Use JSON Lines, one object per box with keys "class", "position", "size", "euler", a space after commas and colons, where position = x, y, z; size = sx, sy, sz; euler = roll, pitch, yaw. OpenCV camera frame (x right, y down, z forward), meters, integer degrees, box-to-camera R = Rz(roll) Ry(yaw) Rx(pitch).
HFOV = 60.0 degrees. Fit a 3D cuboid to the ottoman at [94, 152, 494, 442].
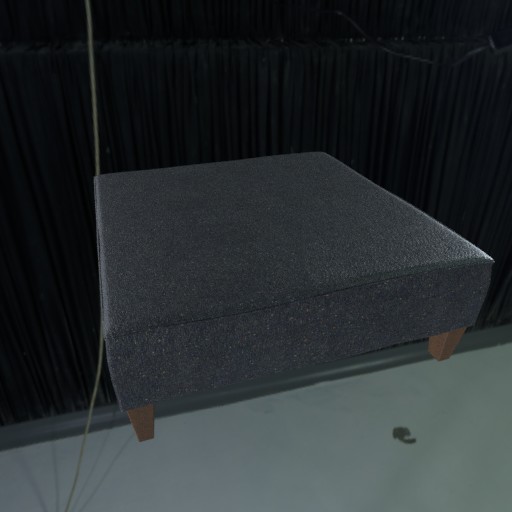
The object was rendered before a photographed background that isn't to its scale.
{"class": "ottoman", "position": [0.000, 0.000, 1.483], "size": [0.968, 0.382, 1.004], "euler": [-9, 31, -16]}
